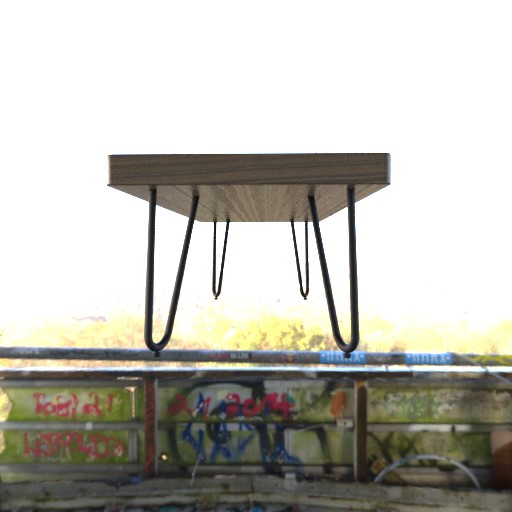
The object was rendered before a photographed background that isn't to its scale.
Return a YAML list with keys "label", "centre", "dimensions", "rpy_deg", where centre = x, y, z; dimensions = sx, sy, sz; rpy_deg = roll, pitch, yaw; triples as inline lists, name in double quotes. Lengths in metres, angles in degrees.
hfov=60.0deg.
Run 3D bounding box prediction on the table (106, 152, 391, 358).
- label: "table"
  centre: [0.000, 0.000, 1.653]
  dimensions: [0.637, 0.468, 1.375]
  rpy_deg: [0, 1, 2]
